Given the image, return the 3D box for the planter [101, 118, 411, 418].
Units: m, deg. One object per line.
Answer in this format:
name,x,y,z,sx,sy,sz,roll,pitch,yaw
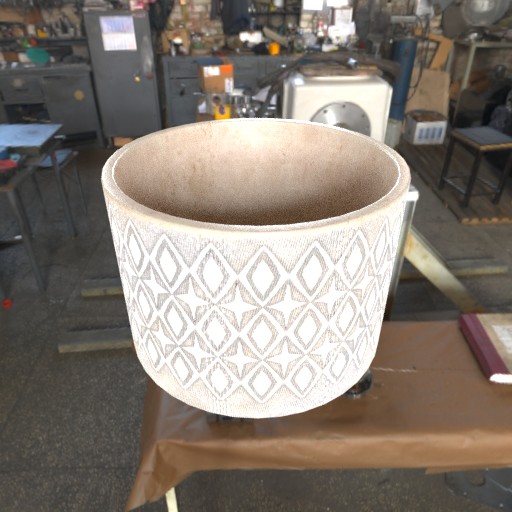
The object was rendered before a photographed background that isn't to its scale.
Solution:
planter,0.000,0.000,0.278,0.164,0.127,0.164,0,33,0
